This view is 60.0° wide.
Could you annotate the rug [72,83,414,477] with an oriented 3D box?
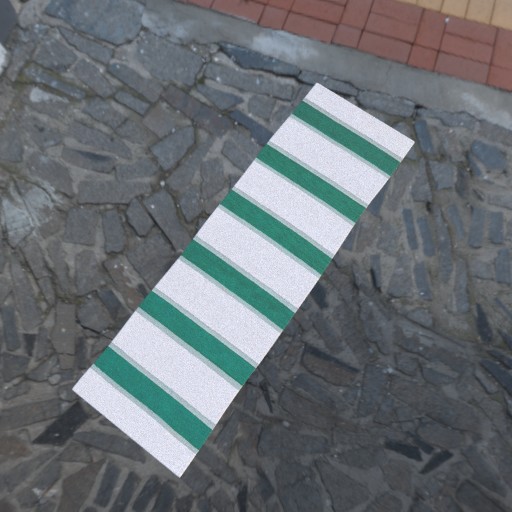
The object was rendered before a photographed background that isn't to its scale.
[{"bbox_3d":[0.000,0.000,2.659,0.768,0.012,2.438,35,77,9],"label":"rug"}]
